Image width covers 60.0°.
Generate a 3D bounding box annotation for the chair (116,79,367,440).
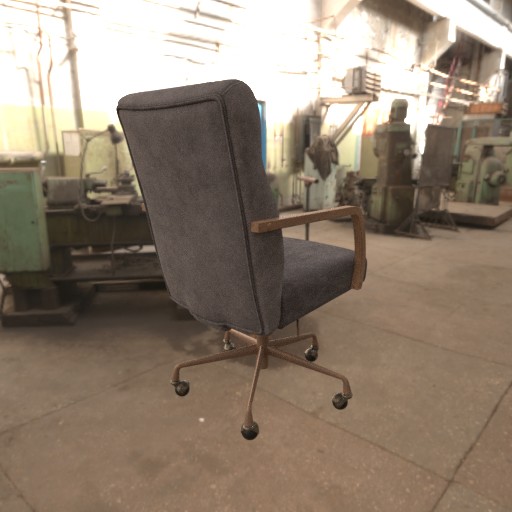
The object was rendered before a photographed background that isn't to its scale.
[{"bbox_3d":[0.000,0.000,1.501,0.640,1.029,0.741,14,20,43],"label":"chair"}]
